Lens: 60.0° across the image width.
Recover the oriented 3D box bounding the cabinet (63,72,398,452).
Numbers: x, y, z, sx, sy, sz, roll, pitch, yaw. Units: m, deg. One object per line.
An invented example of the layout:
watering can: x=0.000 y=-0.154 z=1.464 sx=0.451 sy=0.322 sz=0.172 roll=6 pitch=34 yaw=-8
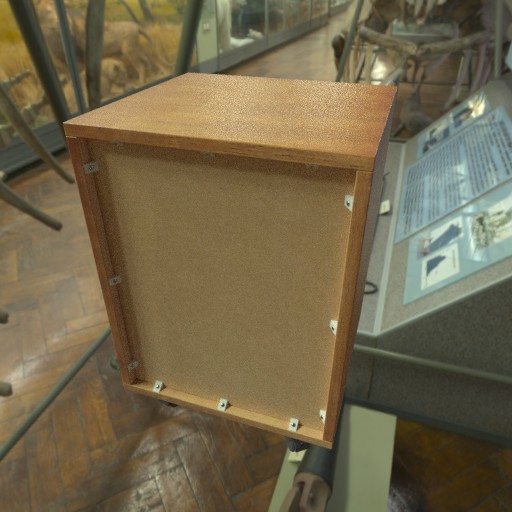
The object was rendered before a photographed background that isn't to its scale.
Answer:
cabinet: x=0.000 y=0.000 z=0.850 sx=0.409 sy=0.579 sz=0.401 roll=10 pitch=34 yaw=16
